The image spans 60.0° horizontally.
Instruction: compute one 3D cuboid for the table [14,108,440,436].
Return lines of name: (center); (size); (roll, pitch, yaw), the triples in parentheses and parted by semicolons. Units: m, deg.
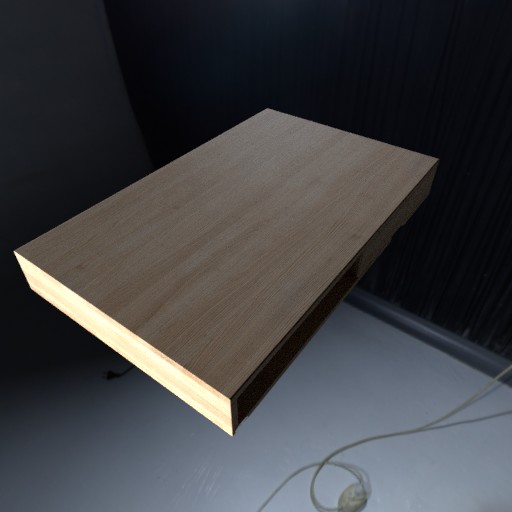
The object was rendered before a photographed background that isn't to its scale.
table: (0.000, 0.000, 1.433); (0.700, 0.440, 1.100); (26, 47, 27)
